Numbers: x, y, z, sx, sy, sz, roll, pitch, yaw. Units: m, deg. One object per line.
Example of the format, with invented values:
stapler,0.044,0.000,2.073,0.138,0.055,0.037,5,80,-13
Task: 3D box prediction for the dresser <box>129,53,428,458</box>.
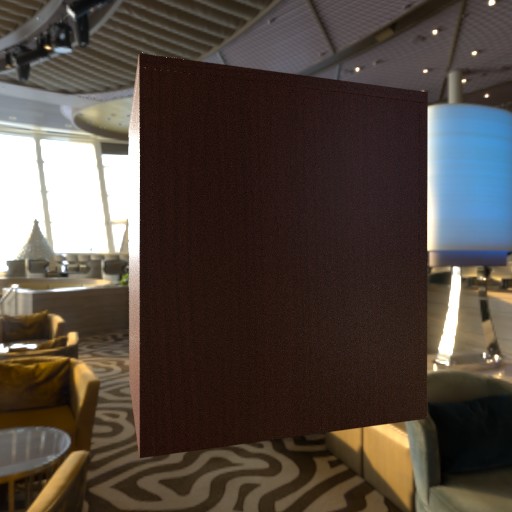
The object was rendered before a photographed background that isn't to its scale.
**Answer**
dresser,0.000,0.000,0.744,0.400,0.470,0.360,0,0,-18
